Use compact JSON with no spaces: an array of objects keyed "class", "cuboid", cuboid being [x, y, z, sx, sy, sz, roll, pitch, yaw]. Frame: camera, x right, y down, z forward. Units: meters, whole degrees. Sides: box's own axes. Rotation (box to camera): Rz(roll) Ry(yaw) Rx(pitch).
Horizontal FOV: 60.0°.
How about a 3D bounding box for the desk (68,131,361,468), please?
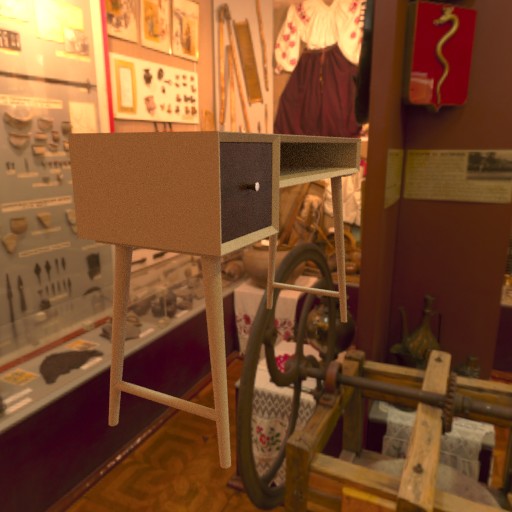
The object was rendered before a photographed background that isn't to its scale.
[{"class":"desk","cuboid":[0.000,0.000,1.464,0.409,0.761,1.069,7,16,26]}]
